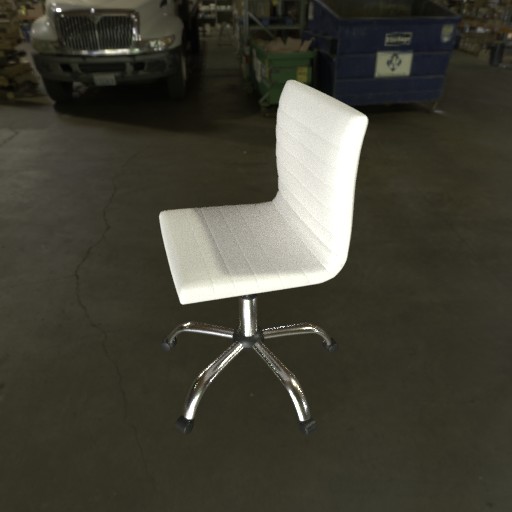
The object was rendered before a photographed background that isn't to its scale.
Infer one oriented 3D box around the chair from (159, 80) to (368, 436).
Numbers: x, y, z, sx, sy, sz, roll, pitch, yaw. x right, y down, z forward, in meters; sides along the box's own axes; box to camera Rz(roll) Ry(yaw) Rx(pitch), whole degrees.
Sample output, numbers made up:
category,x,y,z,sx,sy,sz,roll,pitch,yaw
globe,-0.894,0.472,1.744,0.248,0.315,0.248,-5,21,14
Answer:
category,x,y,z,sx,sy,sz,roll,pitch,yaw
chair,0.000,0.000,1.131,0.530,0.780,0.556,-9,32,-14
